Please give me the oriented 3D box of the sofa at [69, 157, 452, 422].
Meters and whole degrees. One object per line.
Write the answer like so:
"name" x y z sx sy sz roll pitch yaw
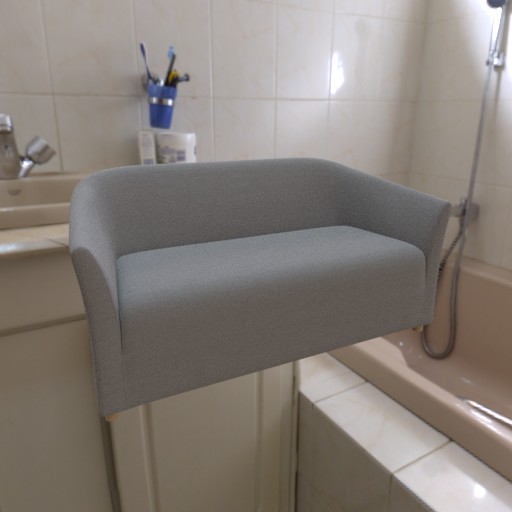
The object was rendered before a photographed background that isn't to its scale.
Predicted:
"sofa" 0.000 0.000 1.839 1.452 0.721 0.705 -9 20 -26
